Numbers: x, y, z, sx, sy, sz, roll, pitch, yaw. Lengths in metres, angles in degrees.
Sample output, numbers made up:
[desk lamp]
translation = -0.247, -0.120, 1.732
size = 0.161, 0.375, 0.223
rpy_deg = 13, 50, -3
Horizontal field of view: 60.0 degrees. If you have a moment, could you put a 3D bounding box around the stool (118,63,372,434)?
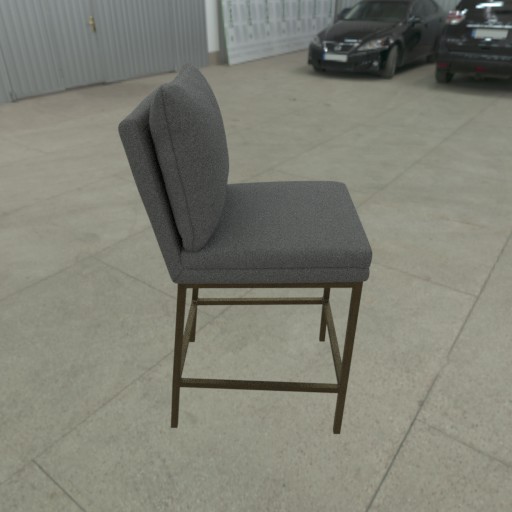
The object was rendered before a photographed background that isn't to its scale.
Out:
[stool]
translation = 0.000, 0.000, 1.316
size = 0.569, 1.030, 0.463
rpy_deg = 1, 31, 1
